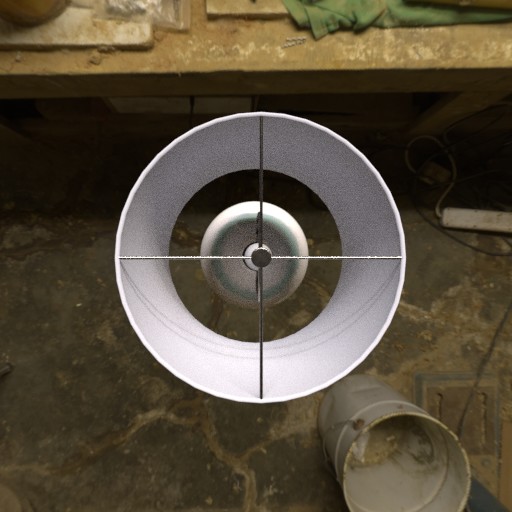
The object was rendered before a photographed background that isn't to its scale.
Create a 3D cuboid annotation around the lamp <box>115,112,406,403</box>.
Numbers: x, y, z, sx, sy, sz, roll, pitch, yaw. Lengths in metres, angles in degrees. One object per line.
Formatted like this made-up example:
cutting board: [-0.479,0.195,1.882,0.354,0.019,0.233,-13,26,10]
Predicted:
lamp: [0.000,0.000,0.531,0.217,0.404,0.217,0,90,-1]
